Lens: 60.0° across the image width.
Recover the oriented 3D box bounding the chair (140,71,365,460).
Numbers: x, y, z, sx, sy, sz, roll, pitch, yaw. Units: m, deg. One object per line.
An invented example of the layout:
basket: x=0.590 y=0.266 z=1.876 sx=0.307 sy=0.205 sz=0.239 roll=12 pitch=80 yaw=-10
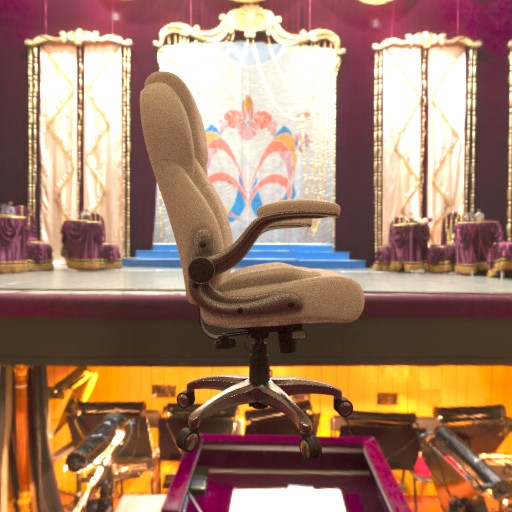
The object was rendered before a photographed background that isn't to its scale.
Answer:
chair: x=0.000 y=0.000 z=1.787 sx=0.806 sy=1.330 sz=0.755 roll=0 pitch=1 yaw=-1
